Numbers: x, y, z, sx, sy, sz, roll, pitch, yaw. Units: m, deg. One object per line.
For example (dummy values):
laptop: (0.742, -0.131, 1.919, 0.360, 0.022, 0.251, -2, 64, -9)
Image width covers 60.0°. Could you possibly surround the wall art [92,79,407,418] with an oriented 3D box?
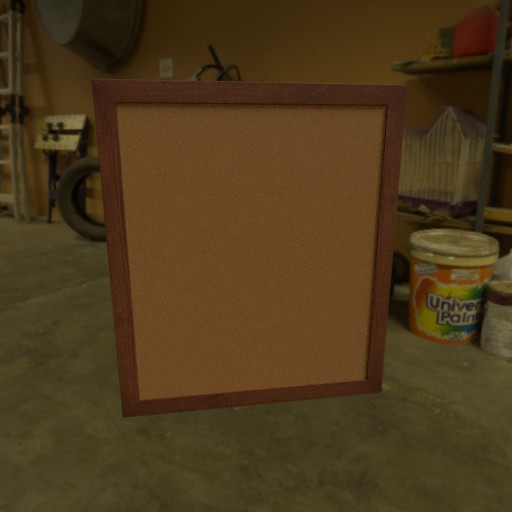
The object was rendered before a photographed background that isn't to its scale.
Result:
wall art: (0.000, 0.000, 0.523, 0.330, 0.381, 0.030, -3, 16, -9)
